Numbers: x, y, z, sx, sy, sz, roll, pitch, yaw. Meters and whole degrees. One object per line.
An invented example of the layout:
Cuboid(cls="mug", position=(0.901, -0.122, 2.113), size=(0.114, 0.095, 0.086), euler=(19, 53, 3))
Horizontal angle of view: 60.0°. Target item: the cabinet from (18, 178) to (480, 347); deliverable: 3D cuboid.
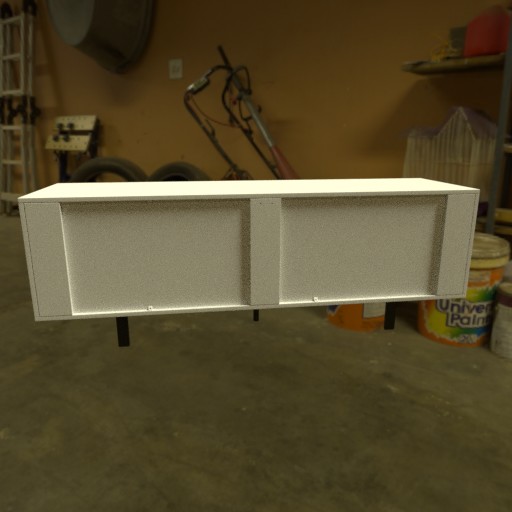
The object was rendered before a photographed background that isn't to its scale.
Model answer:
Cuboid(cls="cabinet", position=(0.000, 0.000, 1.700), size=(1.499, 0.533, 0.431), euler=(-2, 15, -8))
